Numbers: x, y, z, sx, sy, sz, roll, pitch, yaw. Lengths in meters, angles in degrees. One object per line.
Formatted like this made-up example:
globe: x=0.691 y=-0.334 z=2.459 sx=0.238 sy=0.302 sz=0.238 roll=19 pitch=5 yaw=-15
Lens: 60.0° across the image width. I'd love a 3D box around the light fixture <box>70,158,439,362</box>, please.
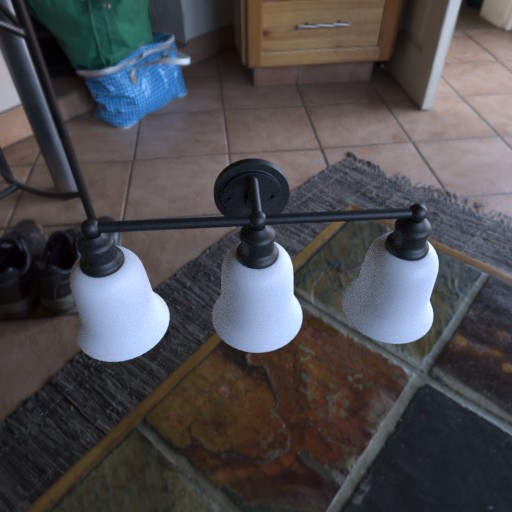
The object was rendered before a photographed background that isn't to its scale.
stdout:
light fixture: x=0.000 y=0.000 z=0.658 sx=0.570 sy=0.211 sz=0.198 roll=-3 pitch=45 yaw=-3
